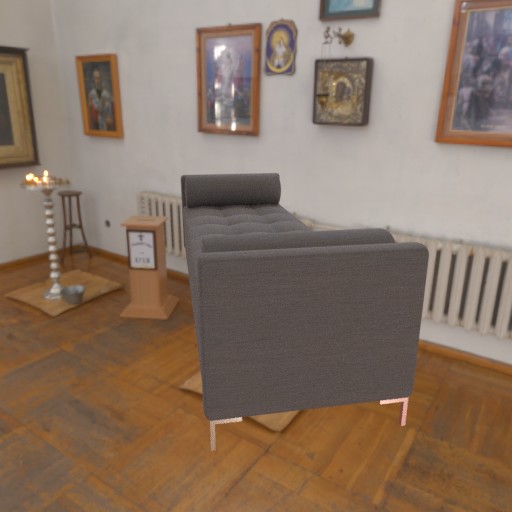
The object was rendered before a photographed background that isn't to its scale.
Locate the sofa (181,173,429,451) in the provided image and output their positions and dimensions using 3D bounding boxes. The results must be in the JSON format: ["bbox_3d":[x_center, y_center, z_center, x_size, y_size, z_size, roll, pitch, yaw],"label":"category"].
[{"bbox_3d":[0.000,0.000,2.260,0.686,0.635,1.981,-3,17,-10],"label":"sofa"}]
